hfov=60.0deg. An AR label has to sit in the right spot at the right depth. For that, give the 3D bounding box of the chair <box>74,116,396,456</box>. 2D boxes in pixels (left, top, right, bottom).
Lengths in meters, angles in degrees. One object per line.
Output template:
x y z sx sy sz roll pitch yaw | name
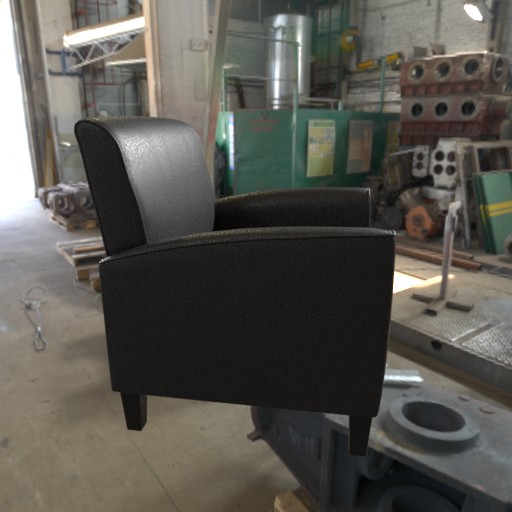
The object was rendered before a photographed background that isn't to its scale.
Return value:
0.000 0.000 1.519 0.819 0.916 0.820 3 17 9 | chair
